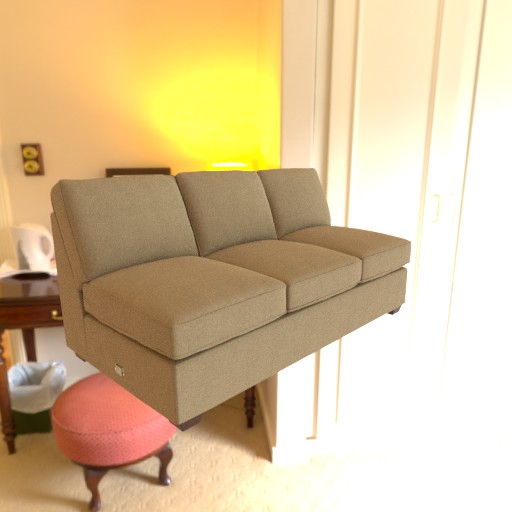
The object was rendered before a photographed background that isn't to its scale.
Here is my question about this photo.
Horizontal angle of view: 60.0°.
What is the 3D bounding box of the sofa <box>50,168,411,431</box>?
[{"bbox_3d":[0.000,0.000,2.783,1.127,1.036,2.092,14,20,43],"label":"sofa"}]
